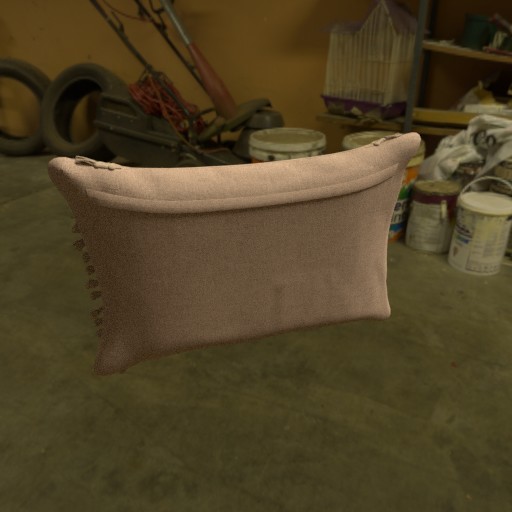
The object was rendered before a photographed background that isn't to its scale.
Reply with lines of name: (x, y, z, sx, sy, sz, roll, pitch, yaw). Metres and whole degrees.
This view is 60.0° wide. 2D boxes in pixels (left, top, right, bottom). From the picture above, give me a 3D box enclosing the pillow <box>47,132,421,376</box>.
pillow: (0.000, 0.000, 0.599, 0.466, 0.305, 0.084, -8, 28, -16)
